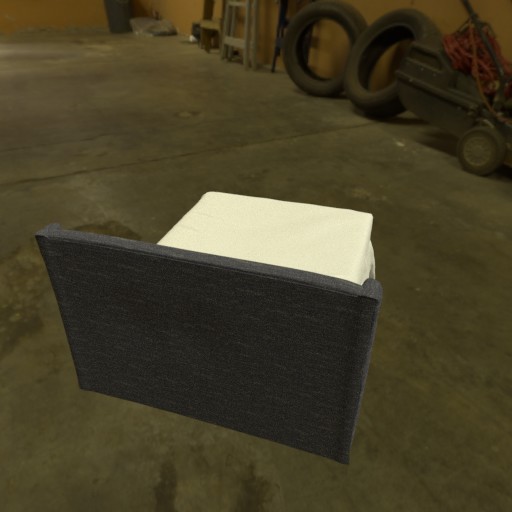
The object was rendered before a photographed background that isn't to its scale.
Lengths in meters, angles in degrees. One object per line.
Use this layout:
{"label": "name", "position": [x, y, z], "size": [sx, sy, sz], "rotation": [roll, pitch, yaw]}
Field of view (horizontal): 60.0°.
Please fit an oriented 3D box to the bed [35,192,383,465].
{"label": "bed", "position": [0.000, 0.000, 3.481], "size": [1.925, 1.332, 2.276], "rotation": [10, 34, 15]}
